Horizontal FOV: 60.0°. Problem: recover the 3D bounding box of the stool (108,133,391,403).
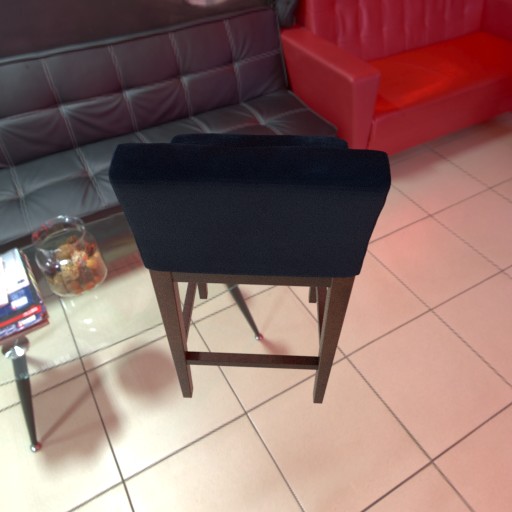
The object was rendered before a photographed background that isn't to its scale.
[{"bbox_3d":[0.000,0.000,1.264,0.511,0.945,0.516,2,46,2],"label":"stool"}]
